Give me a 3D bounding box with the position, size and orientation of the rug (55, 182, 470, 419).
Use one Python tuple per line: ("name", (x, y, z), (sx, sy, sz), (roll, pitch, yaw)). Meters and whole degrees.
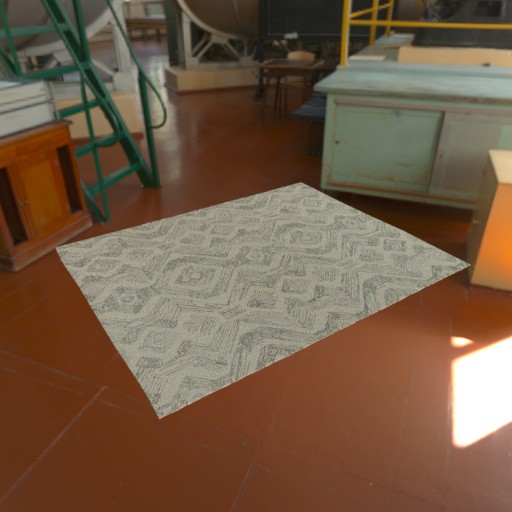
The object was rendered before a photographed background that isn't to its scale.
("rug", (0.000, 0.000, 4.140), (3.054, 0.030, 2.430), (-19, 36, -29))
